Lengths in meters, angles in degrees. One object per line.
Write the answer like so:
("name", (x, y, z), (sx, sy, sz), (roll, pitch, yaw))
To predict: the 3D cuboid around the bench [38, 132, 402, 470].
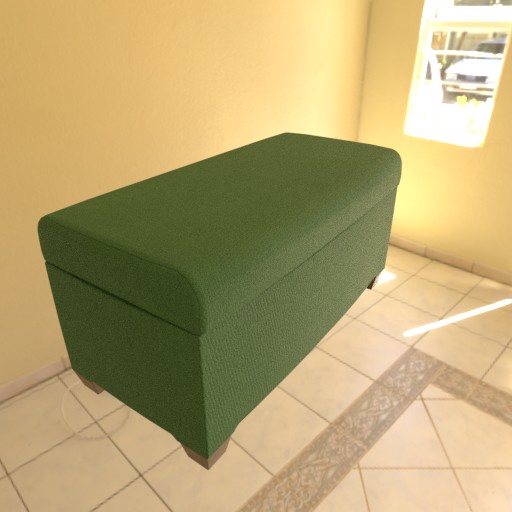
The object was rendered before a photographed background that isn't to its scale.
("bench", (0.000, 0.000, 1.264), (0.505, 0.501, 0.989), (19, 33, 31))
